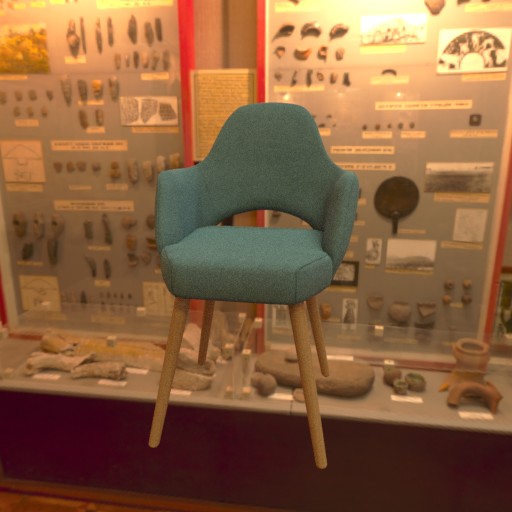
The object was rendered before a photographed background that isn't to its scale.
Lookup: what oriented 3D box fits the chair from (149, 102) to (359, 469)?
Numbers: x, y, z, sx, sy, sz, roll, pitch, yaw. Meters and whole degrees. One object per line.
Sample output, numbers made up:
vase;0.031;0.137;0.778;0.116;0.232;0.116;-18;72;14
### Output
chair;0.000;0.000;1.346;0.589;0.920;0.666;3;16;10
